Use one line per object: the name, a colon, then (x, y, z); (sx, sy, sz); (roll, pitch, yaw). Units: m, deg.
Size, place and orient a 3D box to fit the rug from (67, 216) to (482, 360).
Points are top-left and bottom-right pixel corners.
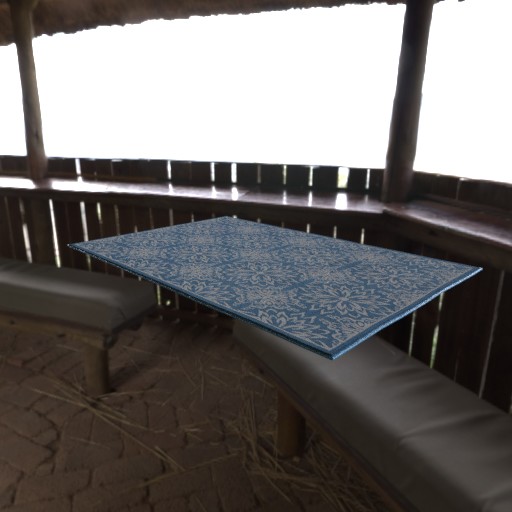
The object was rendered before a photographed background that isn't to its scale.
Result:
rug: (0.000, 0.000, 3.496); (2.769, 0.018, 1.830); (15, 22, 43)
